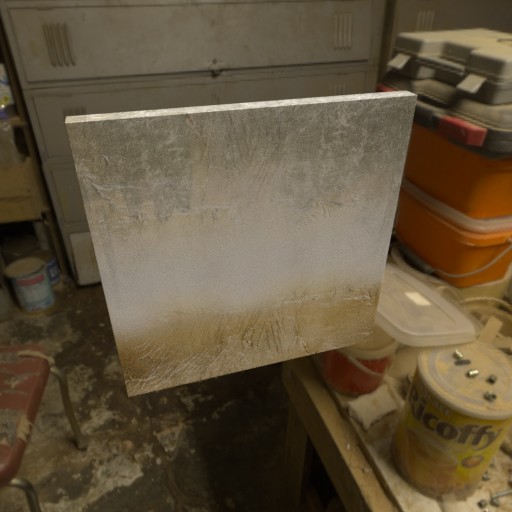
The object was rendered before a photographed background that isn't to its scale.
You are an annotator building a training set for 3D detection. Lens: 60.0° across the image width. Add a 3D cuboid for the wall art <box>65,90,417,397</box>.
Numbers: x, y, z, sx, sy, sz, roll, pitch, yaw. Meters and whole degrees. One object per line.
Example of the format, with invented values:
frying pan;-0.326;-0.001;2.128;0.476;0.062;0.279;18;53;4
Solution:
wall art;0.000;0.000;0.917;0.610;0.610;0.038;-10;34;-14
